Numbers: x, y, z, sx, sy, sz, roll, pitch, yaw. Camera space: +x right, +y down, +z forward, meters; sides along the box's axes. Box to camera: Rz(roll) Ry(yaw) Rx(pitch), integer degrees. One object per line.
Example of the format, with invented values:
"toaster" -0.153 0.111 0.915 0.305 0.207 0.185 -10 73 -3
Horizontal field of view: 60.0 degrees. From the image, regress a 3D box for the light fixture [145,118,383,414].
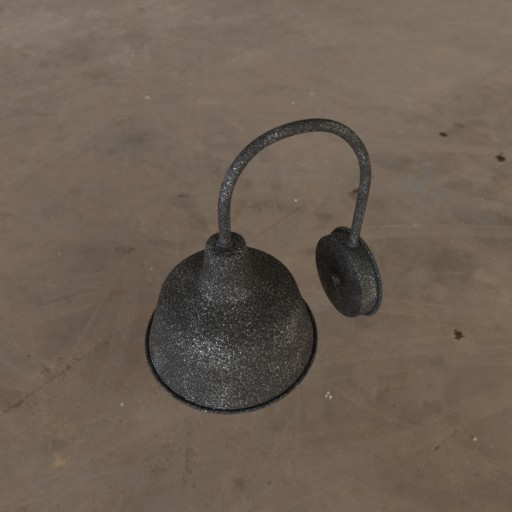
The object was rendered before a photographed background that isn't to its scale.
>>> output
"light fixture" 0.000 0.000 0.480 0.283 0.300 0.216 -18 48 -17
